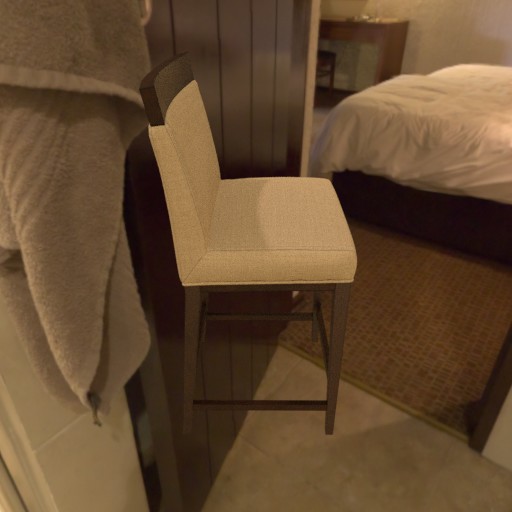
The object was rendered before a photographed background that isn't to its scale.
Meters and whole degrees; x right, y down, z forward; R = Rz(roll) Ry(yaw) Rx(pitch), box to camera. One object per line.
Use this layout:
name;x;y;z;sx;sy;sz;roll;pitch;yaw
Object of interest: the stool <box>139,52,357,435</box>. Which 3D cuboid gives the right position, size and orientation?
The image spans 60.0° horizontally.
stool;0.000;0.000;1.399;0.531;1.117;0.511;0;32;0
